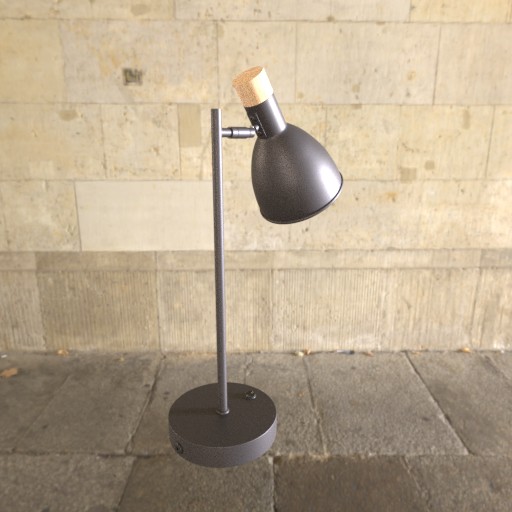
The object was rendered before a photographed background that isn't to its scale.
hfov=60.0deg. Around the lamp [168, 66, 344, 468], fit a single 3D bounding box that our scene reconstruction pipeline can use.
[{"bbox_3d":[0.000,0.000,0.608,0.287,0.483,0.152,-14,21,-43],"label":"lamp"}]
